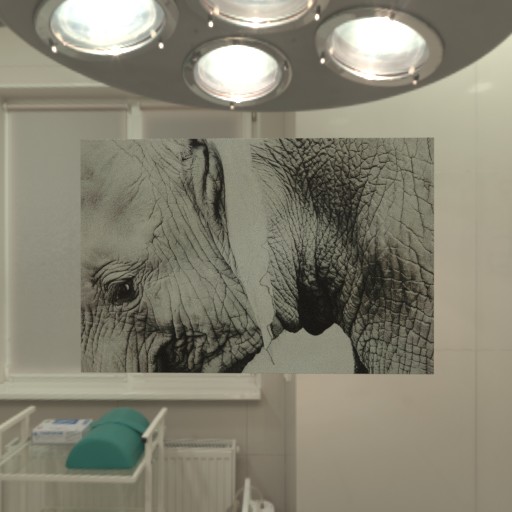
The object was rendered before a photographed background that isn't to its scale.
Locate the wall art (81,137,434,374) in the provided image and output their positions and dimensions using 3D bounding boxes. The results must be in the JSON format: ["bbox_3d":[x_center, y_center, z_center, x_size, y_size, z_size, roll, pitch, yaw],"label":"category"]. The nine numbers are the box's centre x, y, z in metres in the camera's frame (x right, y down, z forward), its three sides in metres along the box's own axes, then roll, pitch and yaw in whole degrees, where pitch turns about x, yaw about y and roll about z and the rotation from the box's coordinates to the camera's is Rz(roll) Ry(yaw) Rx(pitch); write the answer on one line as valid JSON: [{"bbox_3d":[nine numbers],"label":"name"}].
[{"bbox_3d":[0.000,0.000,1.447,1.141,0.758,0.035,0,0,1],"label":"wall art"}]
